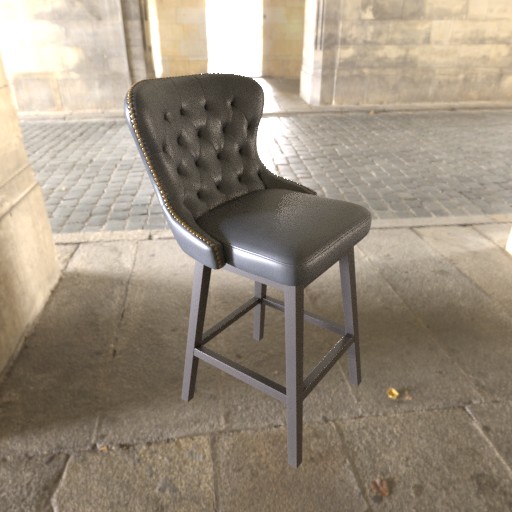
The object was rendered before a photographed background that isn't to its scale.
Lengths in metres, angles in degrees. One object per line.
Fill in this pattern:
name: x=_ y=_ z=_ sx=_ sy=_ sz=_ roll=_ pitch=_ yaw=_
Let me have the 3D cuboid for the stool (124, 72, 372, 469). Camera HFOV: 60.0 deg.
stool: x=0.000 y=0.000 z=1.317 sx=0.593 sy=0.971 sz=0.528 roll=18 pitch=32 yaw=32
